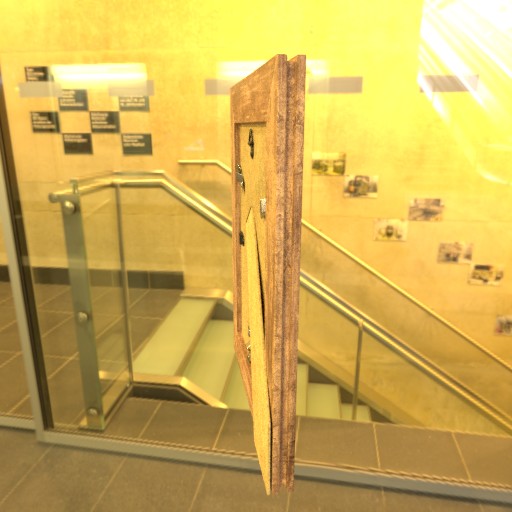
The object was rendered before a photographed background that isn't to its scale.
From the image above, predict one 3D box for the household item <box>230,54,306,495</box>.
[{"bbox_3d":[0.000,0.000,0.314,0.018,0.237,0.186,-3,16,-9],"label":"household item"}]
